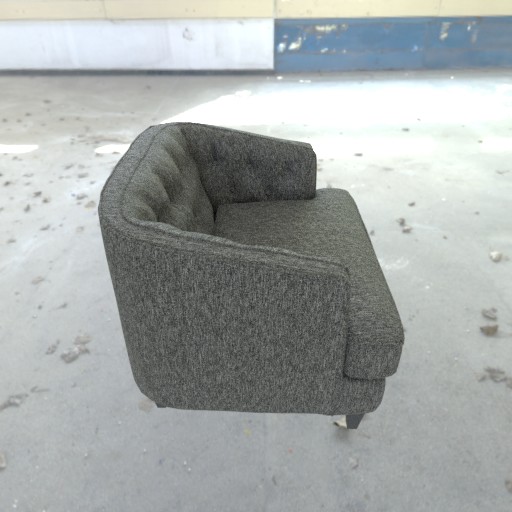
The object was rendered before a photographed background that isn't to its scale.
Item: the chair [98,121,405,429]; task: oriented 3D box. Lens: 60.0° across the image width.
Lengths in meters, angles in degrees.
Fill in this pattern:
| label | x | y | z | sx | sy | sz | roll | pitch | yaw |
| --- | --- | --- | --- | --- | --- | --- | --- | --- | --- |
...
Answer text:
| label | x | y | z | sx | sy | sz | roll | pitch | yaw |
| --- | --- | --- | --- | --- | --- | --- | --- | --- | --- |
| chair | 0.000 | 0.000 | 1.772 | 0.941 | 0.852 | 1.104 | 0 | 34 | 1 |
